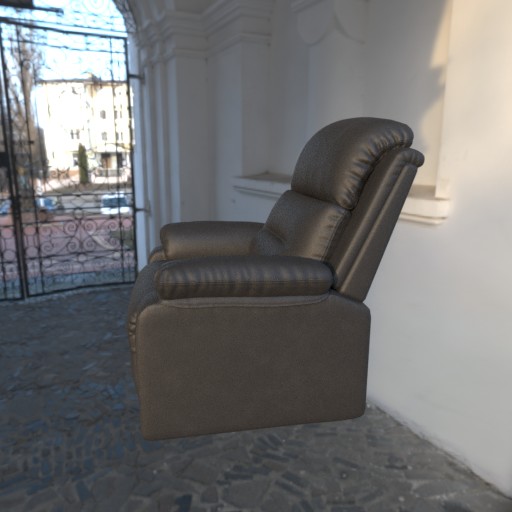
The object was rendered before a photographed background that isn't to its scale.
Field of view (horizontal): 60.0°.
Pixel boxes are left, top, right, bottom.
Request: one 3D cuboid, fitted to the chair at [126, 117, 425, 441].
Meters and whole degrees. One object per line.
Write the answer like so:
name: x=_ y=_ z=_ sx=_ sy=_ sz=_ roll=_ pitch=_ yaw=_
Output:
chair: x=0.000 y=0.000 z=1.649 sx=0.919 sy=0.992 sz=0.855 roll=-2 pitch=13 yaw=-10
